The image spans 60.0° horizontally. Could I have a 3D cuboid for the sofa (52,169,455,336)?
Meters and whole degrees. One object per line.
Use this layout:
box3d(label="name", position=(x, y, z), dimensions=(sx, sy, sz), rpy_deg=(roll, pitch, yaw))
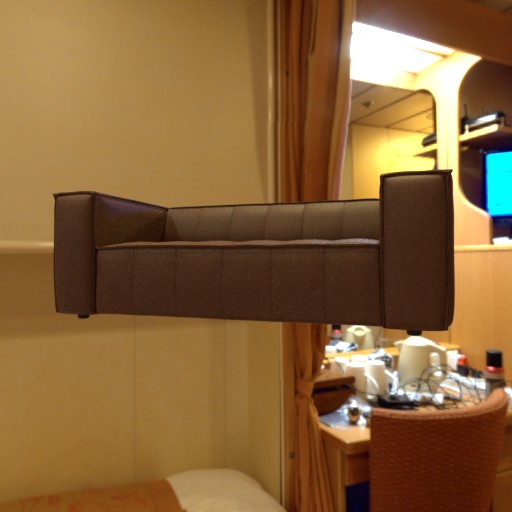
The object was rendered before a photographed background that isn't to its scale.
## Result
box3d(label="sofa", position=(0.000, 0.000, 2.609), dimensions=(2.088, 0.703, 1.102), rpy_deg=(0, -1, 19))
